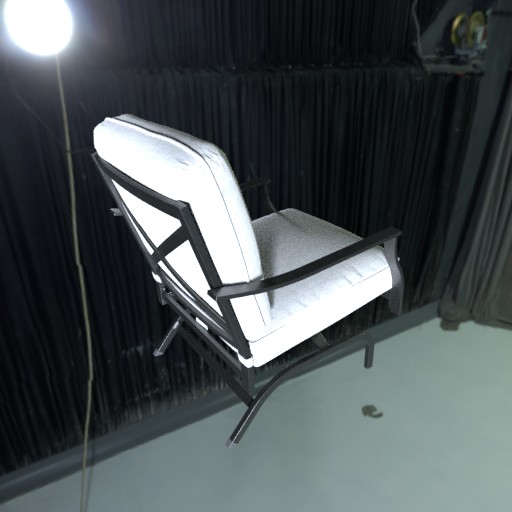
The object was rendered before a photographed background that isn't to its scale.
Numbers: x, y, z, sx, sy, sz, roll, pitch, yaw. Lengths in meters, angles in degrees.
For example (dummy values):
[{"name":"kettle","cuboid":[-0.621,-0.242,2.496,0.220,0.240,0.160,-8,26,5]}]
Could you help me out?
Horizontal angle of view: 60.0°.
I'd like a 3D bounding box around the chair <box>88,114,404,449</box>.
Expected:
[{"name":"chair","cuboid":[0.000,0.000,1.405,0.787,0.860,0.650,-18,32,-31]}]
